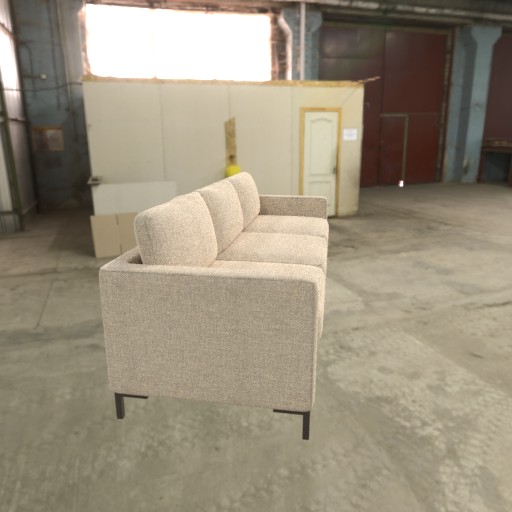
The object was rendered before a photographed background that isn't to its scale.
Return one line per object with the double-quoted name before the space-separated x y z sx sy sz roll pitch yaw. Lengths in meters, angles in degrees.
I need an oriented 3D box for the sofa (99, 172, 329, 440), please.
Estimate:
"sofa" 0.000 0.000 2.719 0.859 0.874 2.218 3 16 9
